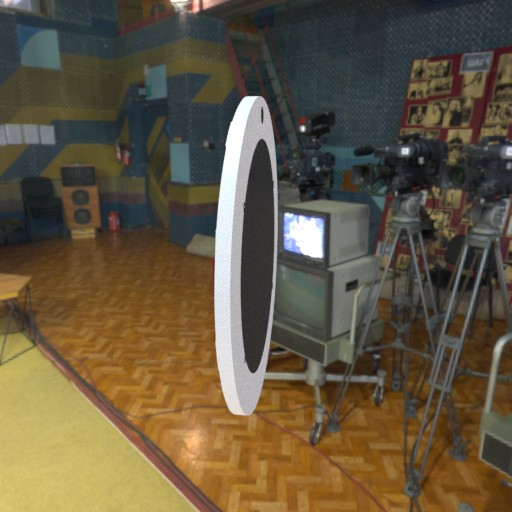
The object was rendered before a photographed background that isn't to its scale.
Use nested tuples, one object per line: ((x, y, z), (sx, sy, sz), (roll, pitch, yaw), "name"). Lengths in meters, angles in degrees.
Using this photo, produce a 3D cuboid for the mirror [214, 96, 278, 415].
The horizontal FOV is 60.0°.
((0.000, 0.000, 1.349), (0.038, 0.914, 0.914), (2, 15, 9), "mirror")
